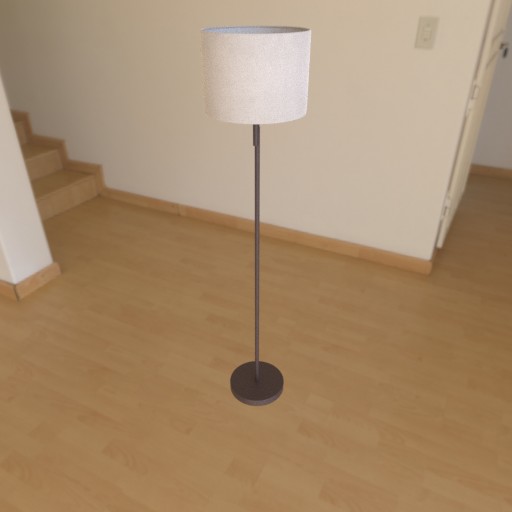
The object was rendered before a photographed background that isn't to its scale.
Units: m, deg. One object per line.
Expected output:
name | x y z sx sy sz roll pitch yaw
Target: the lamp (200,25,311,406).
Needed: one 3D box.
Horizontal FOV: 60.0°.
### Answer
lamp | 0.000 0.000 1.745 0.324 1.600 0.416 1 31 2
